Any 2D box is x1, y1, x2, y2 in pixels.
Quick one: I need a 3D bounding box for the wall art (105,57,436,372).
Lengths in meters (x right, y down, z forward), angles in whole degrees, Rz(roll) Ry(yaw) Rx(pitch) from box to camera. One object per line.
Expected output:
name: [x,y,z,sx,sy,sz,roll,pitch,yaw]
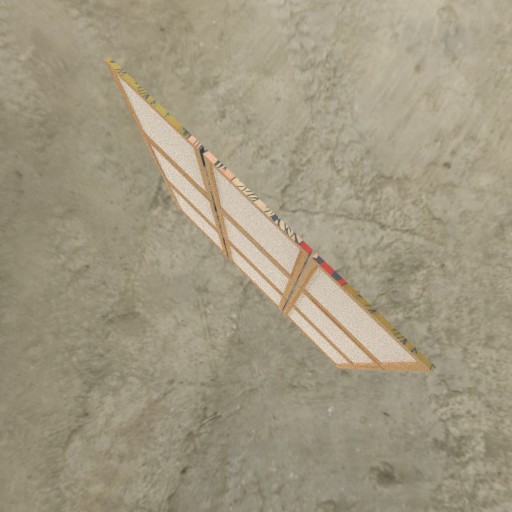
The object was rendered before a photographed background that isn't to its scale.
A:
wall art: [0.000,0.000,1.311,0.013,0.913,0.904,-44,80,-10]
